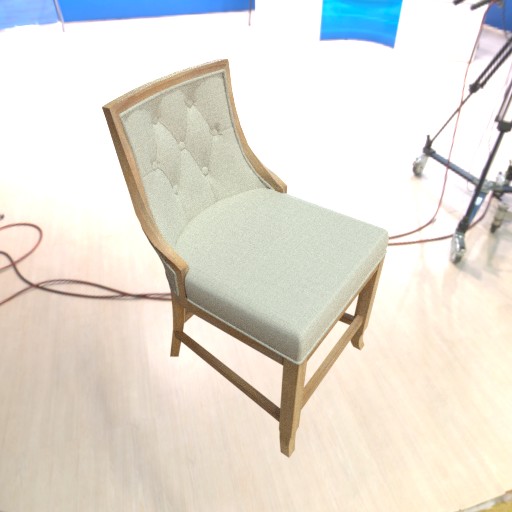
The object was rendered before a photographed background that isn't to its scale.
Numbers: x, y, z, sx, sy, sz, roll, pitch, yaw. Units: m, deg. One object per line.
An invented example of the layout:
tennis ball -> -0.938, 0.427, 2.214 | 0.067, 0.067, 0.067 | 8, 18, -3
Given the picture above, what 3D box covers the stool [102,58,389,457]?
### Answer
stool -> 0.000, 0.000, 1.334 | 0.626, 0.938, 0.524 | 25, 47, 26
